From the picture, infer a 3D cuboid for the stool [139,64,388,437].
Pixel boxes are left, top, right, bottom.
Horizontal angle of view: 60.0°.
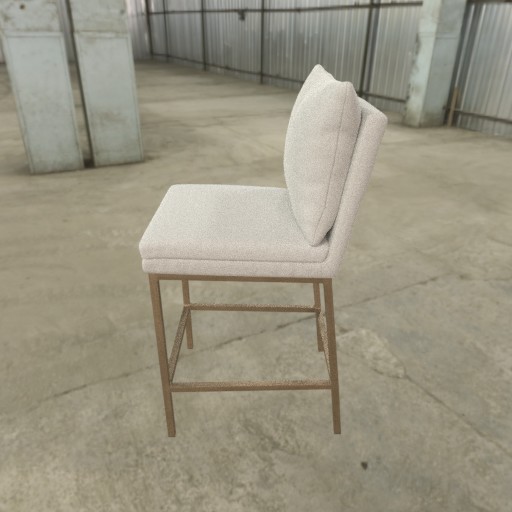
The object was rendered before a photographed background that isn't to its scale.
[{"bbox_3d":[0.000,0.000,1.333,0.572,1.032,0.463,0,27,0],"label":"stool"}]
